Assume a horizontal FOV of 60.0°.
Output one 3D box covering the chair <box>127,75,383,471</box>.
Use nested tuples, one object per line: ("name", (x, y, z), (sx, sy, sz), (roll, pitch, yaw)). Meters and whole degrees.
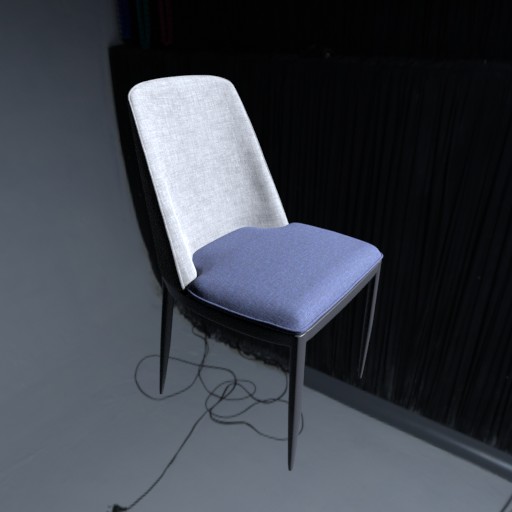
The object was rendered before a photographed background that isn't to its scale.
("chair", (0.000, 0.000, 1.171), (0.550, 0.855, 0.488), (18, 32, 32))
